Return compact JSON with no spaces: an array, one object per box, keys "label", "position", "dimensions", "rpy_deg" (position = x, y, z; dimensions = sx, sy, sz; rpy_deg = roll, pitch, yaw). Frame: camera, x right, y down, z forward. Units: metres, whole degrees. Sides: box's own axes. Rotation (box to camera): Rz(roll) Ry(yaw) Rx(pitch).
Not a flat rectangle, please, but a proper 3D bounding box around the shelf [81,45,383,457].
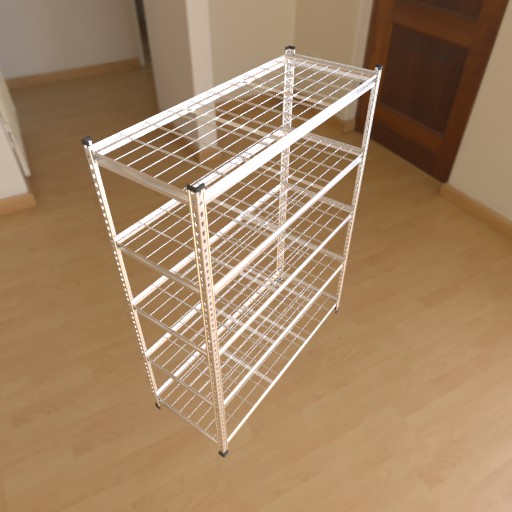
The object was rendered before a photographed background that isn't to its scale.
[{"label":"shelf","position":[0.000,0.000,2.725],"dimensions":[0.610,1.981,1.524],"rpy_deg":[26,47,26]}]
